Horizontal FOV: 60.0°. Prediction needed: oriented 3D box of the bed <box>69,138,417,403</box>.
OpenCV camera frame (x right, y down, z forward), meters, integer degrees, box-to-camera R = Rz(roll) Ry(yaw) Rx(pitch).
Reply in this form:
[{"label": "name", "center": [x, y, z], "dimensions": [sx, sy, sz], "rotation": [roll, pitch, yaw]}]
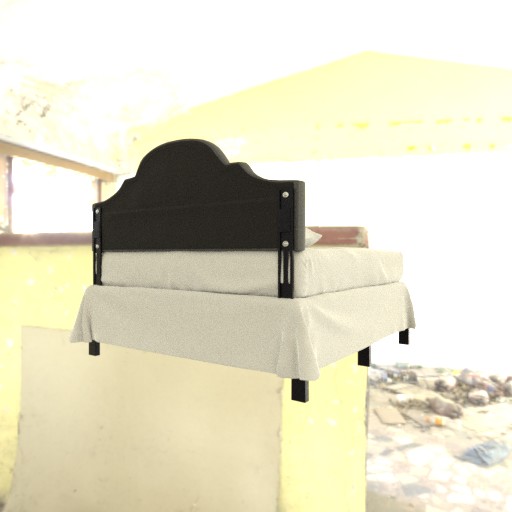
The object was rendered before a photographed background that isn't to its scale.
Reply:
[{"label": "bed", "center": [0.000, 0.000, 3.869], "dimensions": [2.303, 1.631, 2.222], "rotation": [0, 0, 35]}]
